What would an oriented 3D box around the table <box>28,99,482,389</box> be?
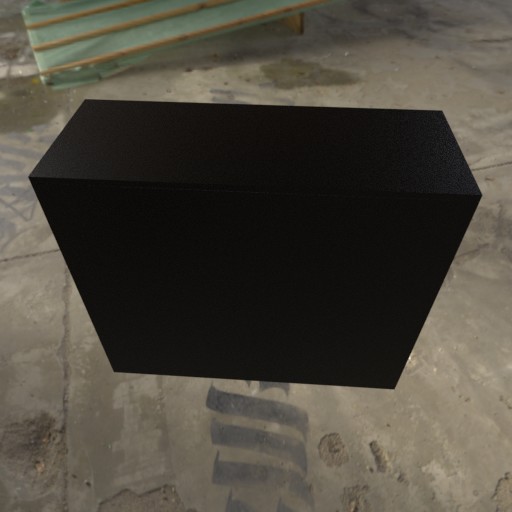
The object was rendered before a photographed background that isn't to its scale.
[{"bbox_3d":[0.000,0.000,1.318,0.930,0.790,0.380,3,45,3],"label":"table"}]
